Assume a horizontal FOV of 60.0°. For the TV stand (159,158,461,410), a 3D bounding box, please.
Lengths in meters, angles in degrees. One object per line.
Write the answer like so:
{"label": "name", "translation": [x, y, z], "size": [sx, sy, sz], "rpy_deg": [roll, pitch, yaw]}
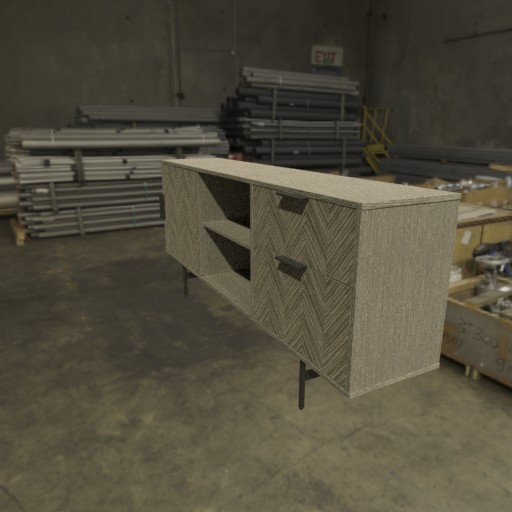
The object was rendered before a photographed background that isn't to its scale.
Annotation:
{"label": "TV stand", "translation": [0.000, 0.000, 2.079], "size": [0.405, 0.787, 1.804], "rpy_deg": [-8, 18, -27]}
